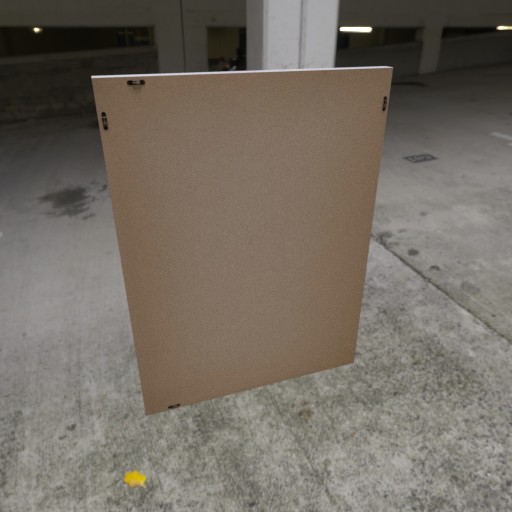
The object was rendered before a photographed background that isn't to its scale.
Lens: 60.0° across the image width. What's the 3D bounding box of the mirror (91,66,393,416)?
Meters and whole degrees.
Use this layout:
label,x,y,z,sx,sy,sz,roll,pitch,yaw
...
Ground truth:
label,x,y,z,sx,sy,sz,roll,pitch,yaw
mirror,0.000,0.000,1.316,0.762,1.016,0.041,-9,29,-17
